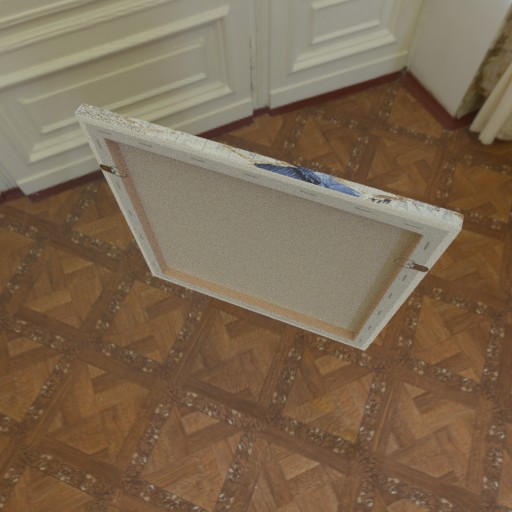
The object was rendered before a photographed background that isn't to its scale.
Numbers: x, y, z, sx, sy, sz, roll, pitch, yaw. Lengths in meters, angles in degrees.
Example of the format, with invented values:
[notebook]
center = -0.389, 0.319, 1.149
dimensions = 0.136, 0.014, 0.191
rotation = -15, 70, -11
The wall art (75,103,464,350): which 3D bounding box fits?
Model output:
[wall art]
center = 0.000, 0.000, 1.388
dimensions = 0.912, 0.914, 0.039
rotation = 18, 64, 9
